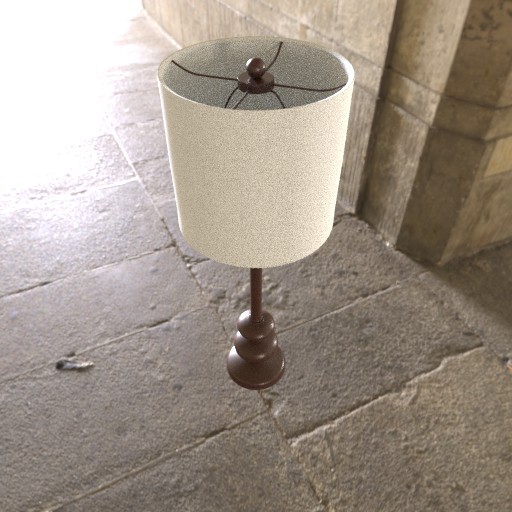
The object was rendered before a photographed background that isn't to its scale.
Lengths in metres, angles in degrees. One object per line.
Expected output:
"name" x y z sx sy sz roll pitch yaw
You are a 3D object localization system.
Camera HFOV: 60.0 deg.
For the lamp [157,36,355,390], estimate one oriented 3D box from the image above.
"lamp" 0.000 0.000 0.800 0.254 0.690 0.254 13 44 13
